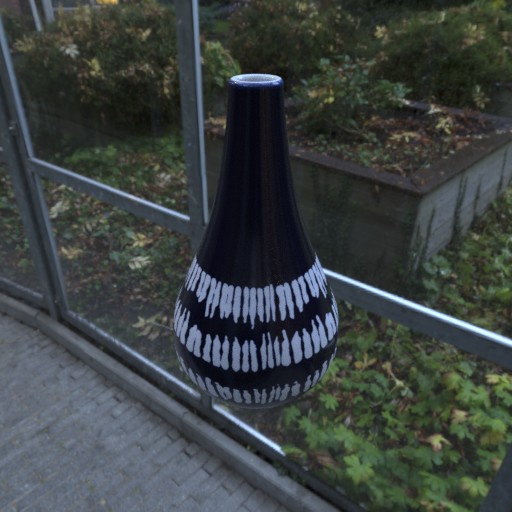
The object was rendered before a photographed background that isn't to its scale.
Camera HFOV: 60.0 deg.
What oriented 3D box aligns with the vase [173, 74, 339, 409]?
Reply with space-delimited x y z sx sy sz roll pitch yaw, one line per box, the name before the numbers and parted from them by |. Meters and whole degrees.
vase | 0.000 0.000 0.391 0.159 0.295 0.159 0 31 0
